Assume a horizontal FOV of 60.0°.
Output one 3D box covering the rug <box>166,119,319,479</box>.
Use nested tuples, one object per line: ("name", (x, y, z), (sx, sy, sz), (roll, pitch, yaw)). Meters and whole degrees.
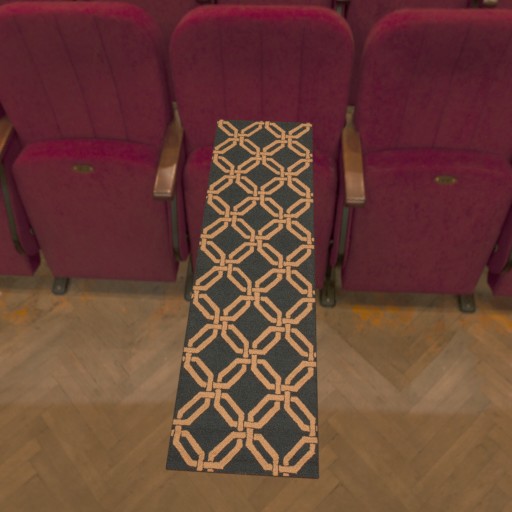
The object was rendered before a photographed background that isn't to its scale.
("rug", (0.000, 0.000, 2.554), (0.678, 0.014, 2.276), (3, 58, 2))
